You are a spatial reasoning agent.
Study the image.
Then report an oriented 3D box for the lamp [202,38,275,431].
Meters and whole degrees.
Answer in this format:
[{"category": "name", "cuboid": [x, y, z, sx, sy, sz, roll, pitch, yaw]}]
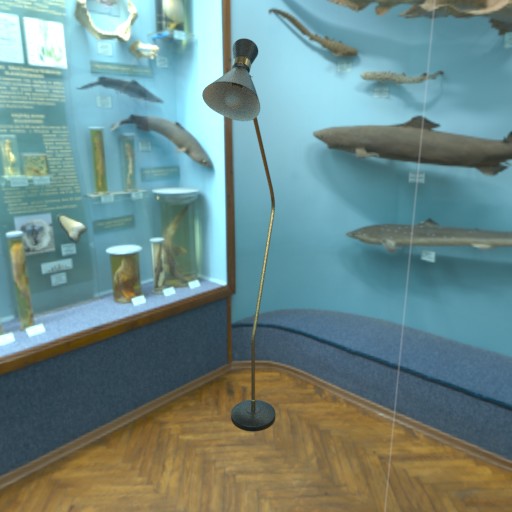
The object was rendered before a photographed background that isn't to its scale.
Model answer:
[{"category": "lamp", "cuboid": [0.000, 0.000, 1.617, 0.277, 1.438, 0.467, 15, 22, 43]}]
